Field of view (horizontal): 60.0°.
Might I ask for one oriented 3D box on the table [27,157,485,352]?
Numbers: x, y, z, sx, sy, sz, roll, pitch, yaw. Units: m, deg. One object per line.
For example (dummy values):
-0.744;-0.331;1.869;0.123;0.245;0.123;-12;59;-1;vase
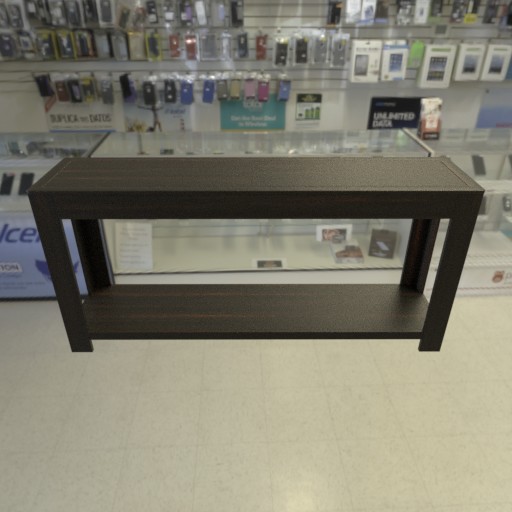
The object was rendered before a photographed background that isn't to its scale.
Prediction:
0.000;0.000;1.927;1.631;0.762;0.384;0;31;0;table
